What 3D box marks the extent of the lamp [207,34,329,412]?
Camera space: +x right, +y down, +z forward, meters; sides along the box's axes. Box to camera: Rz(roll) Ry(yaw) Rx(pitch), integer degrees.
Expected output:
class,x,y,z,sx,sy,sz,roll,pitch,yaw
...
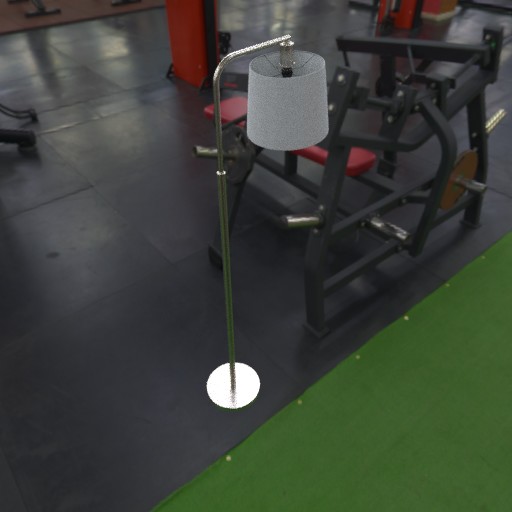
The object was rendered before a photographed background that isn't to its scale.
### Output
class,x,y,z,sx,sy,sz,roll,pitch,yaw
lamp,0.000,0.000,1.643,0.508,1.478,0.254,-26,47,-27
